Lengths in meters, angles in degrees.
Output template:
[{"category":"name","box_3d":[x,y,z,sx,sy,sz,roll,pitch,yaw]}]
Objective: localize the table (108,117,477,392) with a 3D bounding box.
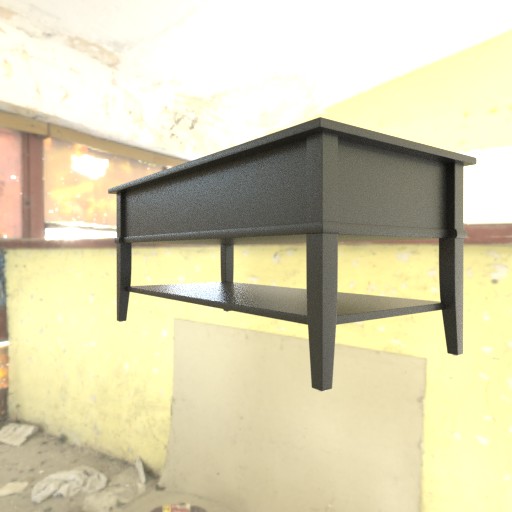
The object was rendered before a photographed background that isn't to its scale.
[{"category":"table","box_3d":[0.000,0.000,1.310,0.523,0.470,1.044,0,0,-37]}]
